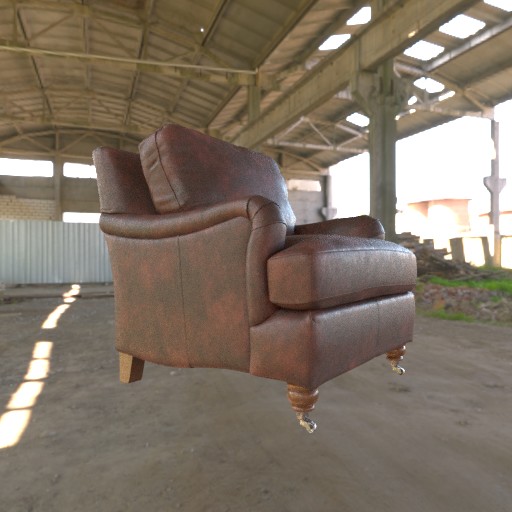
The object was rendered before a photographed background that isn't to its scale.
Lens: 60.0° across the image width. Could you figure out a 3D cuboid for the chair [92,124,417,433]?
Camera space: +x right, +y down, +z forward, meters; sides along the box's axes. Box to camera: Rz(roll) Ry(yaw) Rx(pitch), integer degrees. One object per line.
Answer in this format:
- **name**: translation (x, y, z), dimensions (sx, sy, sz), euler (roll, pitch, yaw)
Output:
- **chair**: translation (0.000, 0.000, 1.943), dimensions (1.156, 1.051, 0.987), euler (0, 0, 37)
